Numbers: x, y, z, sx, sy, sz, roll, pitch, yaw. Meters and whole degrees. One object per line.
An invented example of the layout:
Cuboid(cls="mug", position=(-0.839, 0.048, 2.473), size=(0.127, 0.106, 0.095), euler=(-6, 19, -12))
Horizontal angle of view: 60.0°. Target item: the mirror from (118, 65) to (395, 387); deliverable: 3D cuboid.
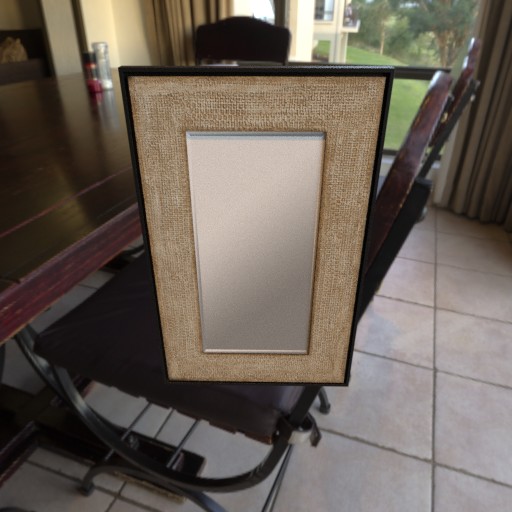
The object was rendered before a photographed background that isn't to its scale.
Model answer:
Cuboid(cls="mirror", position=(0.000, 0.000, 1.541), size=(0.762, 1.219, 0.038), euler=(1, 30, 1))
